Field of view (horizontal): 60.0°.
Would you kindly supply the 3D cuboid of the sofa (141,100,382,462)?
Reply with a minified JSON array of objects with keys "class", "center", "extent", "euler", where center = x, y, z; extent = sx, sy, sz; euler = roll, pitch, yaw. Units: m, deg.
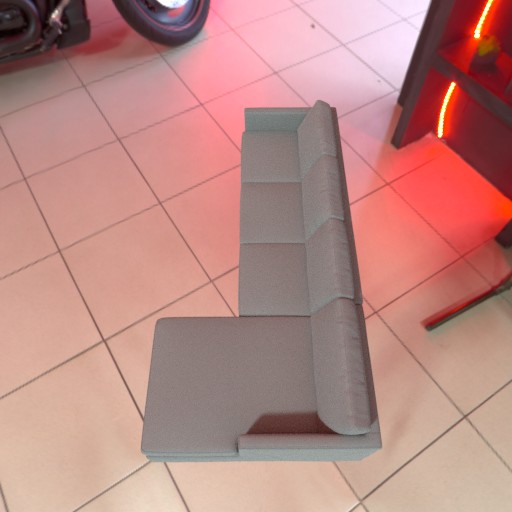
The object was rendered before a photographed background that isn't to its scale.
[{"class":"sofa","center":[0.000,0.000,3.835],"extent":[1.622,0.867,3.177],"euler":[0,59,0]}]
